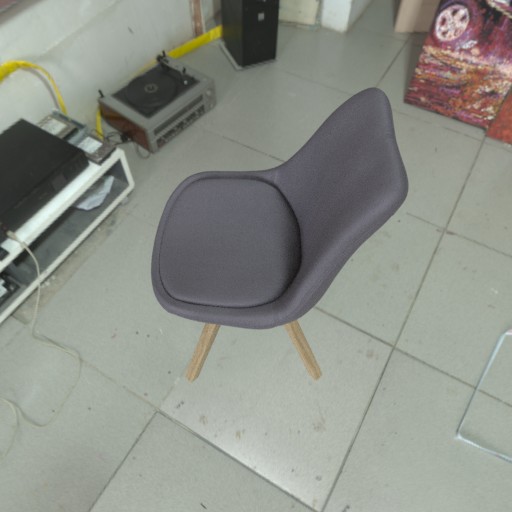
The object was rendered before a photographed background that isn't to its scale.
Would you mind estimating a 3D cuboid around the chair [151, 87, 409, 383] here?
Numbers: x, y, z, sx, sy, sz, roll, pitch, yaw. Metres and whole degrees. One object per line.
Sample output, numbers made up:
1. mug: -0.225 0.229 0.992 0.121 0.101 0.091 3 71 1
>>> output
1. chair: 0.000 0.000 1.199 0.547 0.865 0.483 1 57 0
